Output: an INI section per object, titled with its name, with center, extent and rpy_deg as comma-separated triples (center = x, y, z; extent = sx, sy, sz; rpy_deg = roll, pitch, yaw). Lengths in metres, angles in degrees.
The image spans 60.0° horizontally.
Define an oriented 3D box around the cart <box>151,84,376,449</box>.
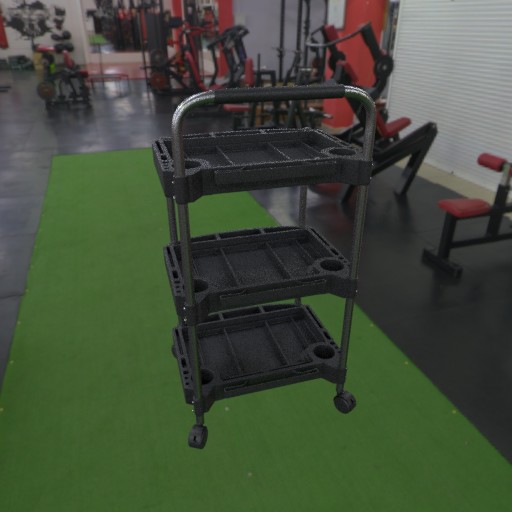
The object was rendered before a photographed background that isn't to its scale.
[cart]
center = 0.000, 0.000, 1.432
extent = 0.584, 1.075, 0.518
rpy_deg = -8, 29, -15
